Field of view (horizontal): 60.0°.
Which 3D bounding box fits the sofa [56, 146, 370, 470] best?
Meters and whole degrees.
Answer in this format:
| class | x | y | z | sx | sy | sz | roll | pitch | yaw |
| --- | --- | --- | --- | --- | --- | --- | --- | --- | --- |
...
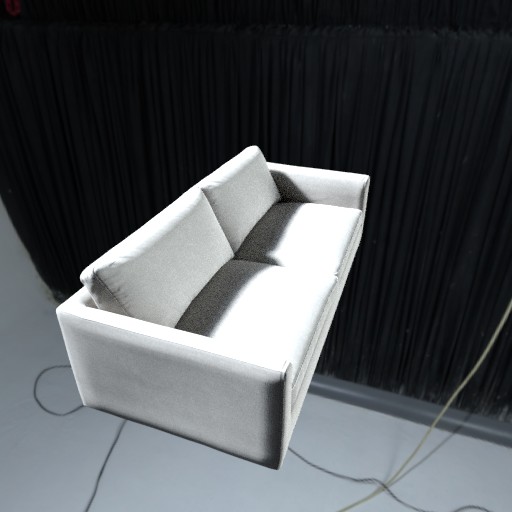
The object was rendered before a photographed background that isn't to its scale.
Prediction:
| class | x | y | z | sx | sy | sz | roll | pitch | yaw |
| --- | --- | --- | --- | --- | --- | --- | --- | --- | --- |
| sofa | 0.000 | 0.000 | 2.810 | 1.090 | 0.838 | 2.588 | 11 | 32 | 17 |
